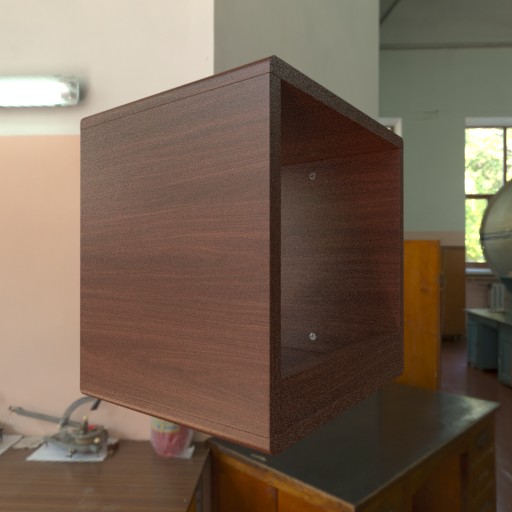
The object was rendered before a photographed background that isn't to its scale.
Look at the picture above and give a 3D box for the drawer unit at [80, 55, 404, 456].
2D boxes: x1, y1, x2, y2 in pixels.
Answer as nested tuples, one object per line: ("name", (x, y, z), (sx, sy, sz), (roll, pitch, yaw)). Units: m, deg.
("drawer unit", (0.000, 0.000, 0.608), (0.290, 0.351, 0.349), (0, 0, 37))
